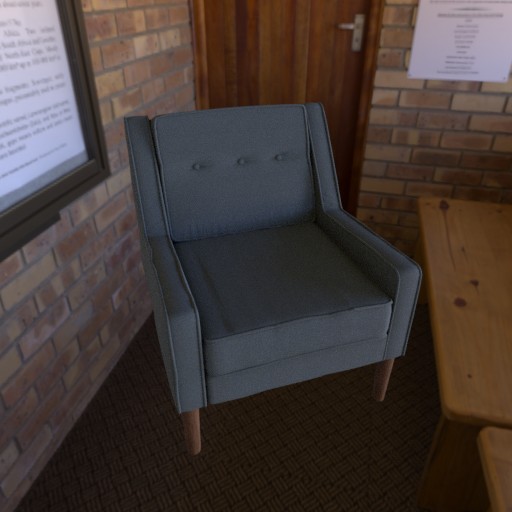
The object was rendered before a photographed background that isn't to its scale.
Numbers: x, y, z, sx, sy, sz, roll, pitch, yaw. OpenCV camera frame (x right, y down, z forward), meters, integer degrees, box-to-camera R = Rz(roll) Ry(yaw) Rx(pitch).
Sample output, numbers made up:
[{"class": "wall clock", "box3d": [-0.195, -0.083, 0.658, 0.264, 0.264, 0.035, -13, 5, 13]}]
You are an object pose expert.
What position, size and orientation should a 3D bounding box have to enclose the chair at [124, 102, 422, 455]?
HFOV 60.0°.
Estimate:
[{"class": "chair", "box3d": [0.000, 0.000, 1.357, 0.663, 0.780, 0.733, -10, 33, -16]}]
